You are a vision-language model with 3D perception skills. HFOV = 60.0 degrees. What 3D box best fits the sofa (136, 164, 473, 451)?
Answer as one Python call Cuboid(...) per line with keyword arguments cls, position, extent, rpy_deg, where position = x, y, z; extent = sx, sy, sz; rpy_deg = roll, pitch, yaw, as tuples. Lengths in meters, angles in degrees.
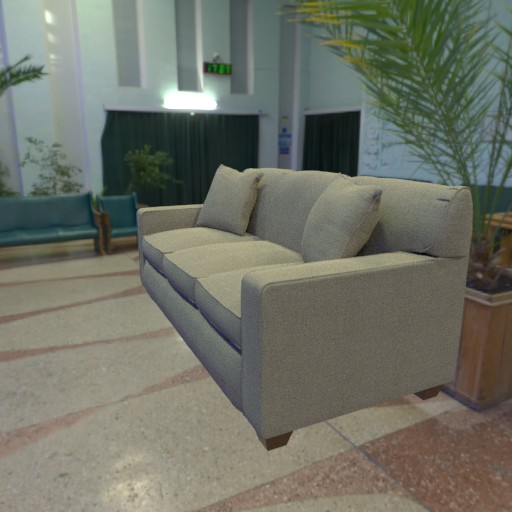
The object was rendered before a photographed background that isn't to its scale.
Cuboid(cls="sofa", position=(0.000, 0.000, 2.503), extent=(0.997, 0.958, 2.024), rpy_deg=(-7, 15, -25))
